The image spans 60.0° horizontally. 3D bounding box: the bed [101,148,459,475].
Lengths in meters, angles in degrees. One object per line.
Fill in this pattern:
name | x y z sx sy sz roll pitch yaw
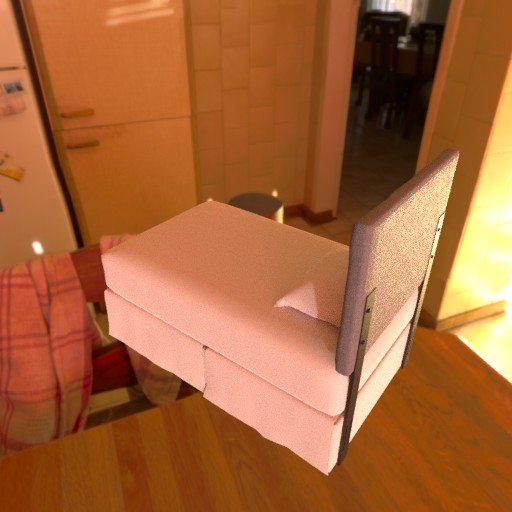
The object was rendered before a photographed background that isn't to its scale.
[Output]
bed | 0.000 0.000 2.970 1.997 1.571 1.261 22 38 31
